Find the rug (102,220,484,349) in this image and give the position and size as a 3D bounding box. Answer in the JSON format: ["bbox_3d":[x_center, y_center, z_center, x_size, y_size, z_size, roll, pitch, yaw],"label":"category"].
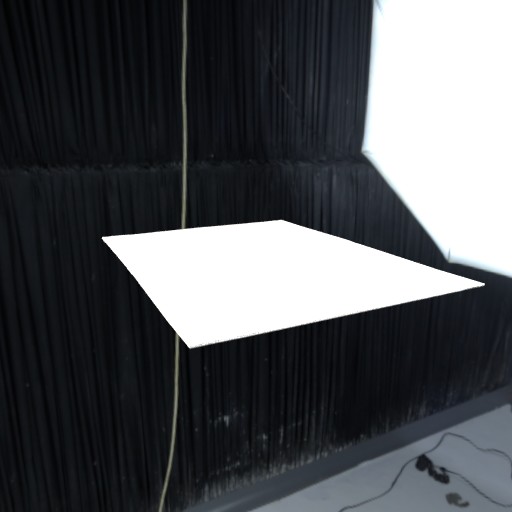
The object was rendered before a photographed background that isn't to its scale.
[{"bbox_3d":[0.000,0.000,5.119,2.873,0.053,3.778,-7,16,-26],"label":"rug"}]
